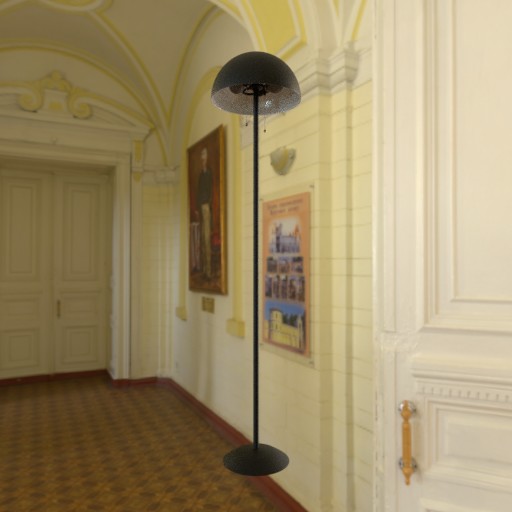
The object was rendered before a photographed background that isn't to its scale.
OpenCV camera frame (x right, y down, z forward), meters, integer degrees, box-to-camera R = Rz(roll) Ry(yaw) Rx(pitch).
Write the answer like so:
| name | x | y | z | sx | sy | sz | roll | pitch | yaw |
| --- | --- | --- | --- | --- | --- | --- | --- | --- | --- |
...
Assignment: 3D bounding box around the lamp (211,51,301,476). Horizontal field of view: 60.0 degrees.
| name | x | y | z | sx | sy | sz | roll | pitch | yaw |
| --- | --- | --- | --- | --- | --- | --- | --- | --- | --- |
| lamp | 0.000 | 0.000 | 1.614 | 0.328 | 1.480 | 0.328 | 0 | 0 | 18 |
